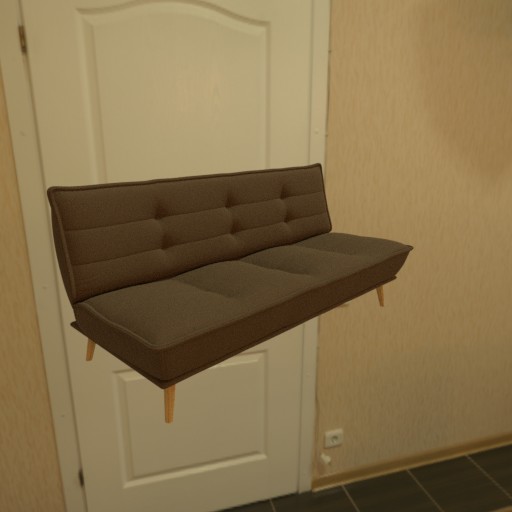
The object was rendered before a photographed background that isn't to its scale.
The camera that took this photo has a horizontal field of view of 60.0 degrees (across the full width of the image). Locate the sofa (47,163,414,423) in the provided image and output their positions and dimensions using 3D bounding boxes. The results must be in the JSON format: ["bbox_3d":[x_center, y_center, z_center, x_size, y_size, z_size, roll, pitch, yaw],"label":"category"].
[{"bbox_3d":[0.000,0.000,2.464,0.950,0.890,1.940,15,22,42],"label":"sofa"}]
